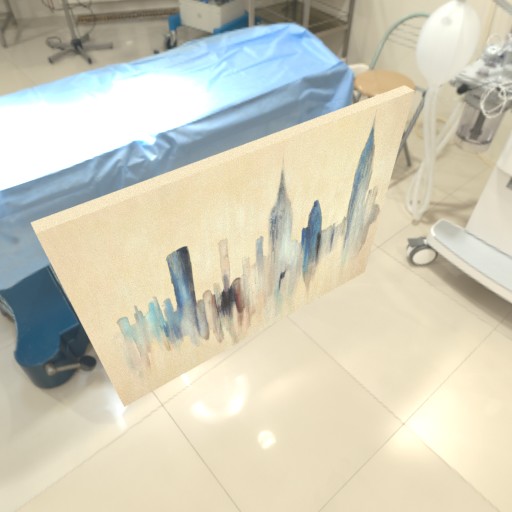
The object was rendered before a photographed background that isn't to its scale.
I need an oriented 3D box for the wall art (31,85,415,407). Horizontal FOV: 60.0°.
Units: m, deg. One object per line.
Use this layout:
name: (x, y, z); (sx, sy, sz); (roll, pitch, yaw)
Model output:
wall art: (0.000, 0.000, 1.313); (1.016, 0.762, 0.038); (-26, 52, -22)
